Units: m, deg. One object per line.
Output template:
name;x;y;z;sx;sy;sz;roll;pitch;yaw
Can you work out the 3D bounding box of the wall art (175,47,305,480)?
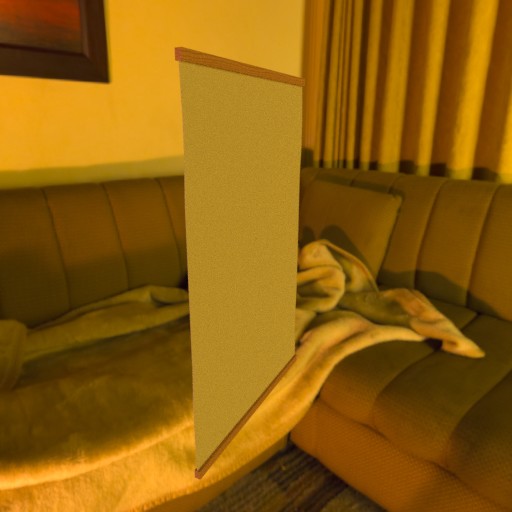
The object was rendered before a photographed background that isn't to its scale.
wall art;0.000;0.000;1.927;0.025;1.521;1.011;8;18;25
